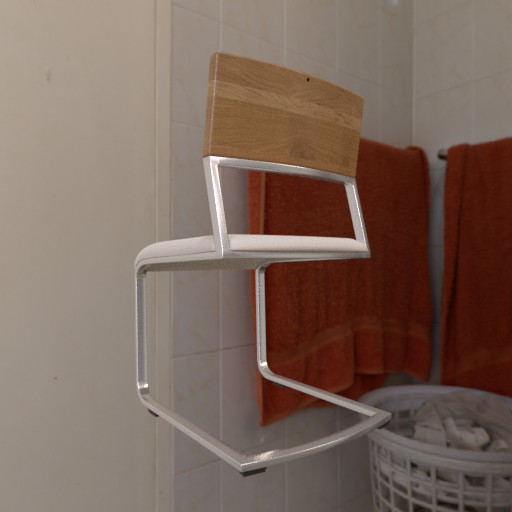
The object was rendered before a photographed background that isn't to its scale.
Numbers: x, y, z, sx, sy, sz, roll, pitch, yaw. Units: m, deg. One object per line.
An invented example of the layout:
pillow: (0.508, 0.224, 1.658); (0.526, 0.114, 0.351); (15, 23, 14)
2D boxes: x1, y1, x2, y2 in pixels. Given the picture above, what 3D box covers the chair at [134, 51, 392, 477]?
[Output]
chair: (0.000, 0.000, 1.187); (0.467, 0.844, 0.585); (0, 0, -37)
